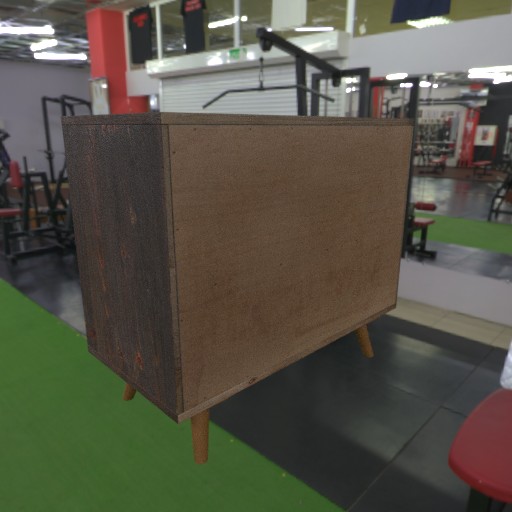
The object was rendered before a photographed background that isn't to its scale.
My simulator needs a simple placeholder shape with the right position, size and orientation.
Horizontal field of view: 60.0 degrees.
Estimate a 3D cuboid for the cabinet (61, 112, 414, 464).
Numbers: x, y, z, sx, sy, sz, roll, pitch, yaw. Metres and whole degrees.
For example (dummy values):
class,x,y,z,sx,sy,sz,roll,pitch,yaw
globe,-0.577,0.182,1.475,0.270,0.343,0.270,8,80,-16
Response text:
class,x,y,z,sx,sy,sz,roll,pitch,yaw
cabinet,0.000,0.000,1.506,1.023,0.897,0.529,-15,22,-42
